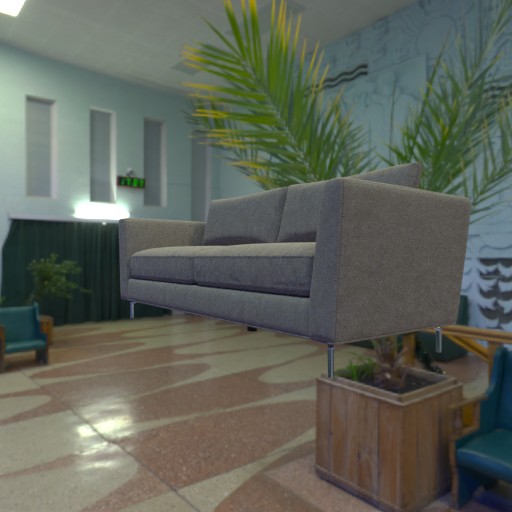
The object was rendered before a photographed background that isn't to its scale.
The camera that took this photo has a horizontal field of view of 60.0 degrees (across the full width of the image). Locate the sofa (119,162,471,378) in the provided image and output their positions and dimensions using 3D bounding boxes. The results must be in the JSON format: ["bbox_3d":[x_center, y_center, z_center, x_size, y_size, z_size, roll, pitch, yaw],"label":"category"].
[{"bbox_3d":[0.000,0.000,2.569,0.889,0.864,2.121,0,0,-37],"label":"sofa"}]
